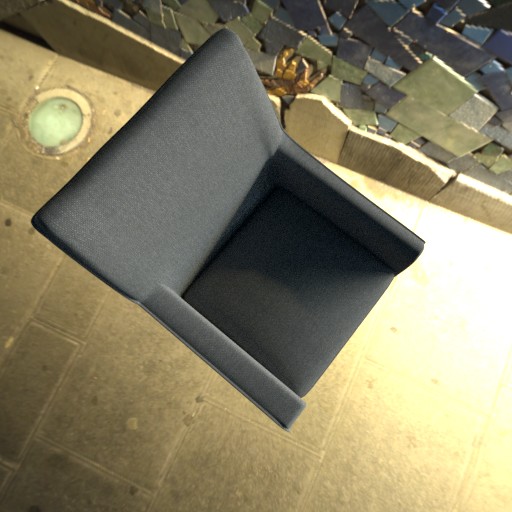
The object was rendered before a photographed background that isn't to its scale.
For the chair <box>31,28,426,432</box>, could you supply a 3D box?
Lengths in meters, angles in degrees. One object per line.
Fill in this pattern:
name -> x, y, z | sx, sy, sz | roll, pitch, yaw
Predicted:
chair -> 0.000, 0.000, 1.561 | 0.899, 0.919, 0.780 | 38, 79, 9
